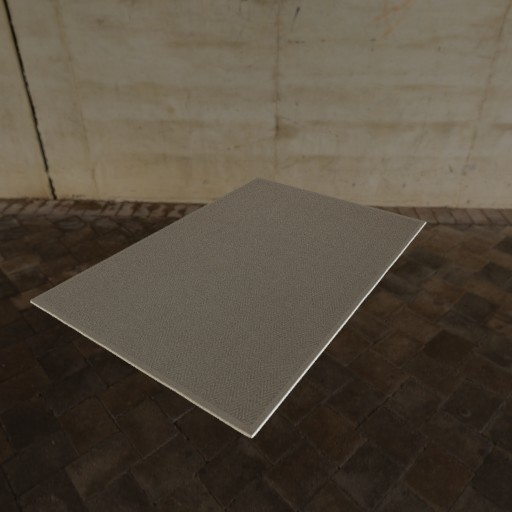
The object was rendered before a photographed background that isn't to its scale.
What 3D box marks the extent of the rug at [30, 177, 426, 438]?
[{"bbox_3d":[0.000,0.000,2.888,1.532,0.017,2.244,20,37,29],"label":"rug"}]
